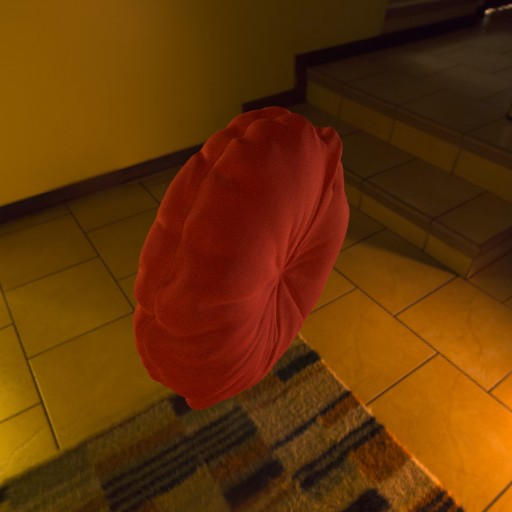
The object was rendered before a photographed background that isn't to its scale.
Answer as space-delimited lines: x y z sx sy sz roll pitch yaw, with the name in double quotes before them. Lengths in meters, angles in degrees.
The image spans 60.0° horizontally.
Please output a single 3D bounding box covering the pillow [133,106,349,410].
"pillow" 0.000 0.000 0.639 0.148 0.407 0.428 25 46 26
